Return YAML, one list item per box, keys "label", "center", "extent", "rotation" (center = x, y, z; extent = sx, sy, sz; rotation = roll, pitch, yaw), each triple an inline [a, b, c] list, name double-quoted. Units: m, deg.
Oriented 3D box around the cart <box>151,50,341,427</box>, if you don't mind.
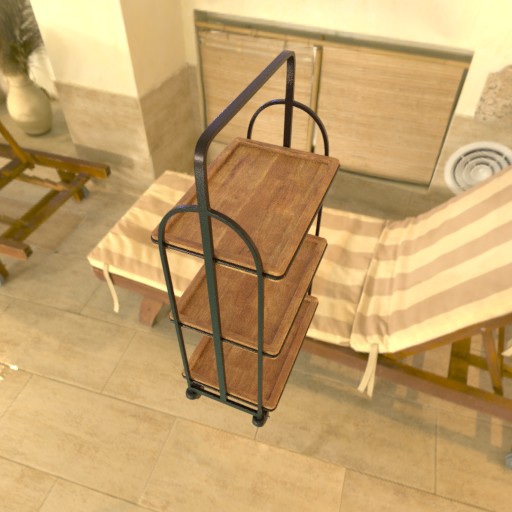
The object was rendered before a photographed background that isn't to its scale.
- label: "cart"
  center: [0.000, 0.000, 1.264]
  extent: [0.327, 1.001, 0.553]
  rotation: [16, 47, 16]
